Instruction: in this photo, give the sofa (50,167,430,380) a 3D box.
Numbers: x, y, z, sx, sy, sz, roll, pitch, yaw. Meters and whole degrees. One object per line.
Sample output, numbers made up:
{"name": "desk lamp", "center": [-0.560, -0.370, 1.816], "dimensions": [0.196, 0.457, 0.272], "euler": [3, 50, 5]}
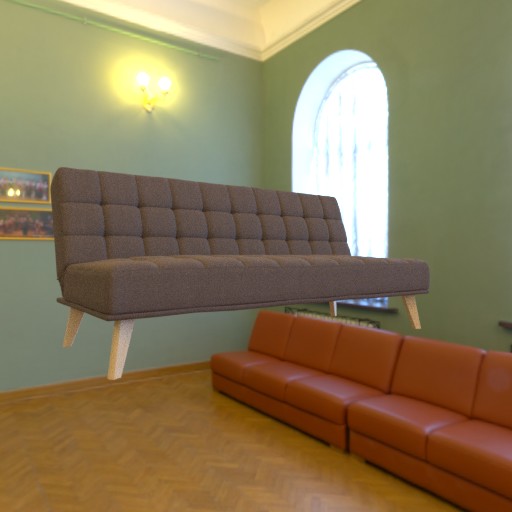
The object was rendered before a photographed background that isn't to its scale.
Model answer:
{"name": "sofa", "center": [0.000, 0.000, 2.277], "dimensions": [1.800, 0.810, 0.860], "euler": [0, 0, -36]}
